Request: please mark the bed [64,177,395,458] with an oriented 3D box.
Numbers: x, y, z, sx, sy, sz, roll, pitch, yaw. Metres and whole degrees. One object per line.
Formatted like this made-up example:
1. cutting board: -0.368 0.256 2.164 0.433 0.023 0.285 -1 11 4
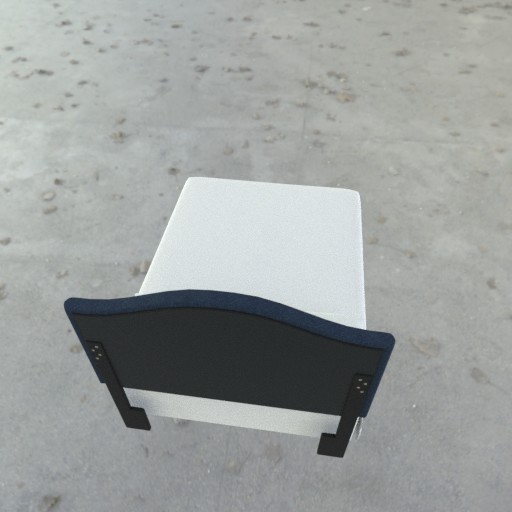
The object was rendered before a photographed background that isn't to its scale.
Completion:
1. bed: 0.000 0.000 3.272 1.725 1.518 2.153 6 45 6
